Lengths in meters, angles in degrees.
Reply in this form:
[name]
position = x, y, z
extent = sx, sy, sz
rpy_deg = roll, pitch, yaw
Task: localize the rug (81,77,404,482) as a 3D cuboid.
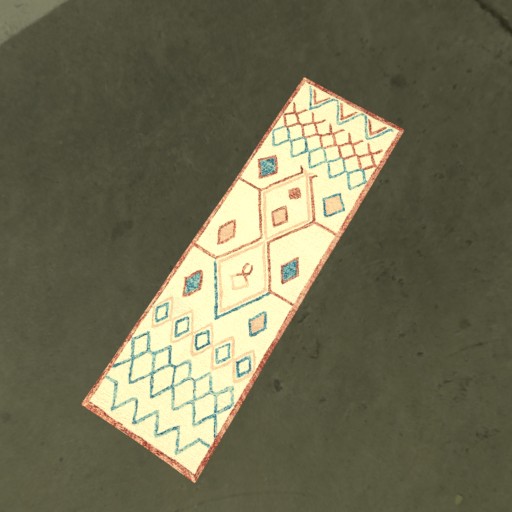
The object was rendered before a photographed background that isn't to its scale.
[rug]
position = 0.000, 0.000, 2.641
extent = 0.750, 0.011, 2.435
rpy_deg = 31, 77, 8
